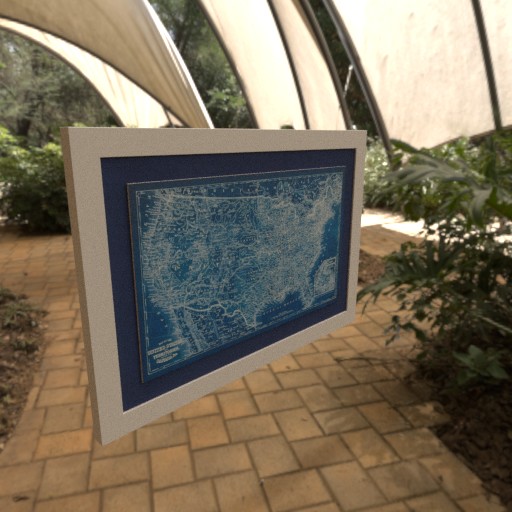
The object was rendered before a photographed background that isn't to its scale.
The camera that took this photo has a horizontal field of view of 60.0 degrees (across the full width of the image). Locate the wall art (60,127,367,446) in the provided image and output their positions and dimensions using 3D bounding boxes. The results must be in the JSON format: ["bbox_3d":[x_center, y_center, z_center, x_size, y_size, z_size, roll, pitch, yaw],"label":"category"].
[{"bbox_3d":[0.000,0.000,1.640,1.308,0.902,0.051,-14,21,-42],"label":"wall art"}]
